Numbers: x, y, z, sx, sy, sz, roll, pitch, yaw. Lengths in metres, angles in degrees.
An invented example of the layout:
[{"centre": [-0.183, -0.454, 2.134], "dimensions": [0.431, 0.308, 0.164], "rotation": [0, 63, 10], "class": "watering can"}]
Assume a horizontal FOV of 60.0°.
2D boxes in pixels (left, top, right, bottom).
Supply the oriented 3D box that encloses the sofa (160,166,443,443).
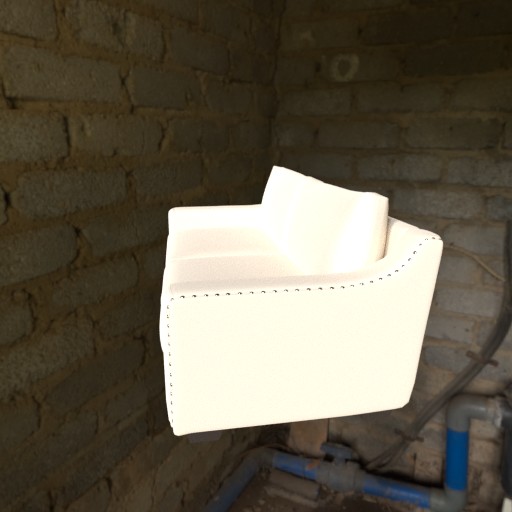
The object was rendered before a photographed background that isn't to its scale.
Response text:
[{"centre": [0.000, 0.000, 2.312], "dimensions": [0.949, 0.830, 1.812], "rotation": [-3, 15, -10], "class": "sofa"}]
